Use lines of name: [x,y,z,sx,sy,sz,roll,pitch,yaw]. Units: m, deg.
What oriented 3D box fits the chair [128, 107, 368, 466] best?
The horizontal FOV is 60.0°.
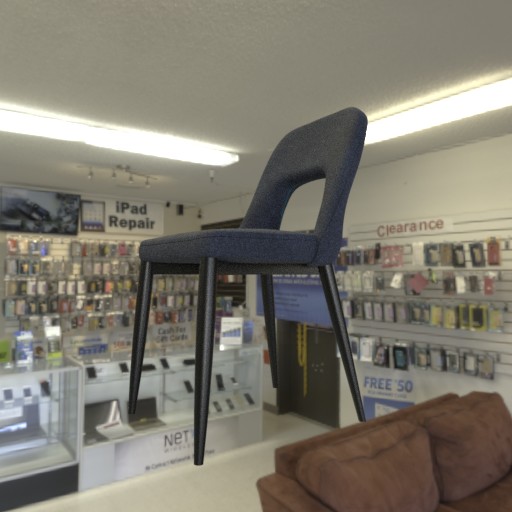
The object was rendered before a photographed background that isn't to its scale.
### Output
chair: [0.000,0.000,1.301,0.612,0.931,0.470,1,-2,-35]
